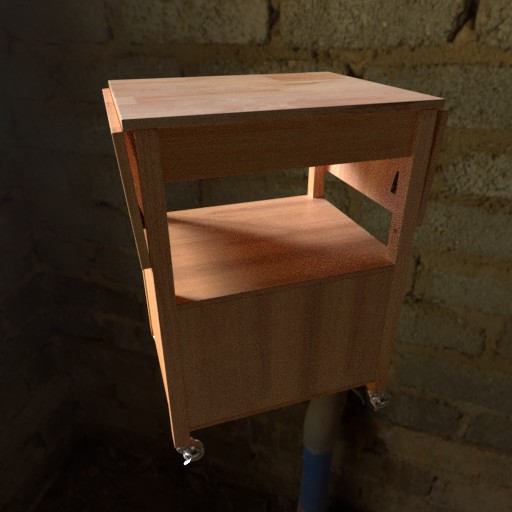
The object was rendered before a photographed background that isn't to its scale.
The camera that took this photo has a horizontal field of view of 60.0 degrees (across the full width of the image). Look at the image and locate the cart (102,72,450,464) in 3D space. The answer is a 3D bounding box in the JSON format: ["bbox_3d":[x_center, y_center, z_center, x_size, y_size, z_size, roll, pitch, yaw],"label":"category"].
[{"bbox_3d":[0.000,0.000,1.176,0.640,0.838,0.508,-9,30,-16],"label":"cart"}]
